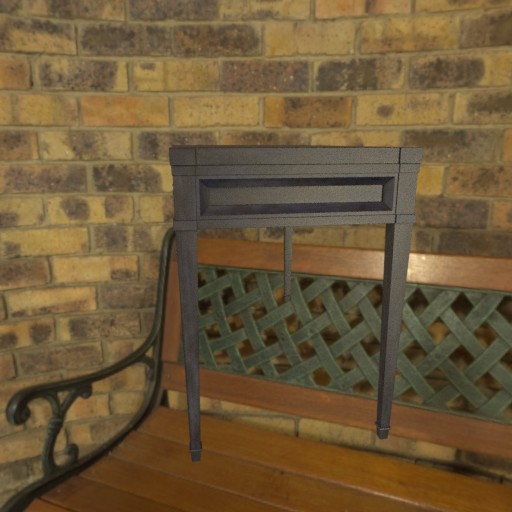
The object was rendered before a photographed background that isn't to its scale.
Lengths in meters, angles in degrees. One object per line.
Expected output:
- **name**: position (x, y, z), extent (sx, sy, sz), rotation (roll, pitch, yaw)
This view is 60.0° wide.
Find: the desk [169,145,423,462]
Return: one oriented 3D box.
- **desk**: position (0.000, 0.000, 1.784), extent (0.630, 0.861, 1.289), rotation (-2, 15, -10)
